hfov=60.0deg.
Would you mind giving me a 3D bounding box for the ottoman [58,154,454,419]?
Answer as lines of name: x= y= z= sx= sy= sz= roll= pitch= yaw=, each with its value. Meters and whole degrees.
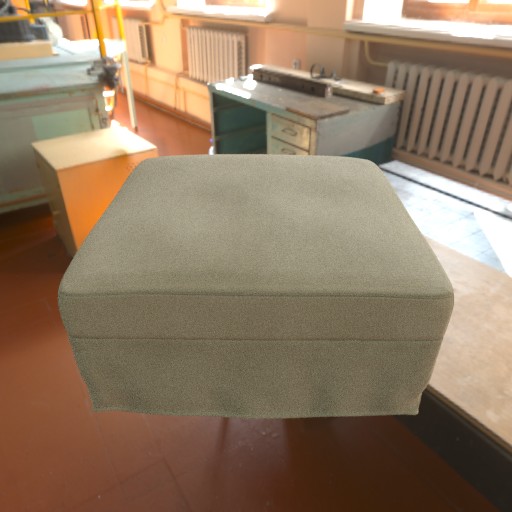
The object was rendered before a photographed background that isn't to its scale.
ottoman: x=0.000 y=0.000 z=1.323 sx=0.843 sy=0.441 sz=0.842 roll=0 pitch=32 yaw=1
